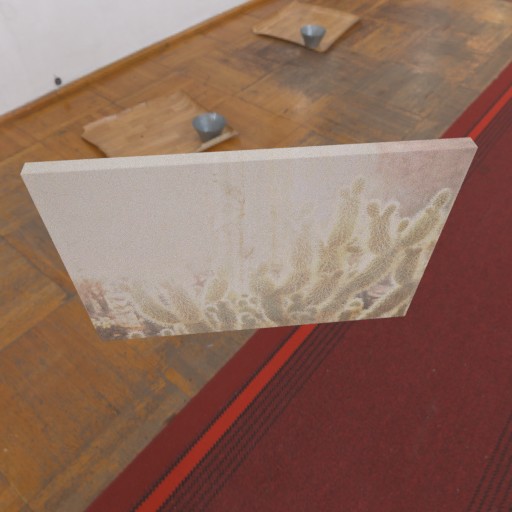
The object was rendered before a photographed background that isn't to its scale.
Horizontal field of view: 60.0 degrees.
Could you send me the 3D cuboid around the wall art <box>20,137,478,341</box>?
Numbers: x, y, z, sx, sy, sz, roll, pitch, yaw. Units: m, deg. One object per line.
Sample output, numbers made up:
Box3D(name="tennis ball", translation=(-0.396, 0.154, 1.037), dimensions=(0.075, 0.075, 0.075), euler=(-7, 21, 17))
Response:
Box3D(name="wall art", translation=(0.000, 0.000, 1.120), dimensions=(0.916, 0.608, 0.040), euler=(-4, 48, -4))
